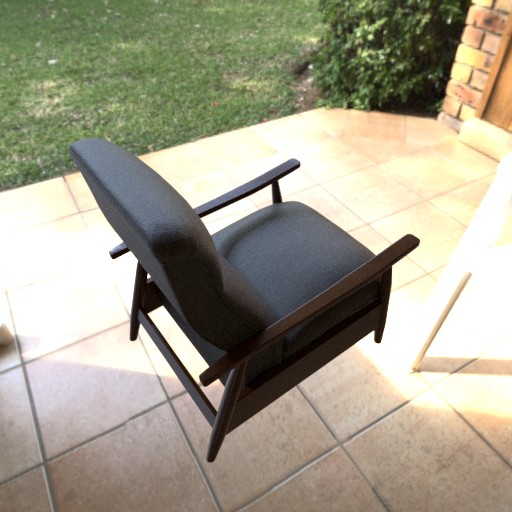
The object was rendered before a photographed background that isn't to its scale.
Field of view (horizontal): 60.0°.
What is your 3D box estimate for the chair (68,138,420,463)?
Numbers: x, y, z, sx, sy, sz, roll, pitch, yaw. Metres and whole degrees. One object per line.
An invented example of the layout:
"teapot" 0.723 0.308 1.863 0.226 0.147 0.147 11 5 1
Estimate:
"chair" 0.000 0.000 1.752 1.014 1.081 0.762 -26 49 -26
